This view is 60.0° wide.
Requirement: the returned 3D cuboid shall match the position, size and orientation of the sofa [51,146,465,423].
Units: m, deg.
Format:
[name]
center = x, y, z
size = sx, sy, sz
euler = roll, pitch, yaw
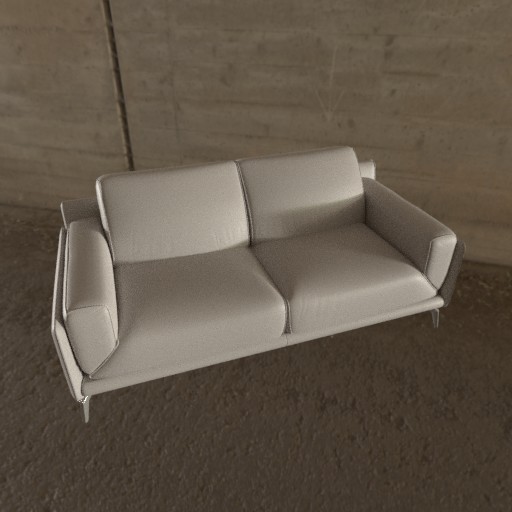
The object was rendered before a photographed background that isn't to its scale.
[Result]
[sofa]
center = 0.000, 0.000, 2.516
size = 2.101, 0.930, 1.049
euler = -11, 34, -16
